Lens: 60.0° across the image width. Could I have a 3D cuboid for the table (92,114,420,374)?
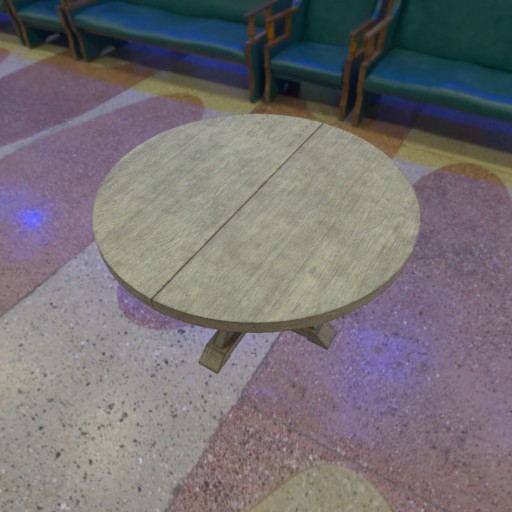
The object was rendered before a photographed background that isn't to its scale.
[{"bbox_3d":[0.000,0.000,2.172,1.363,0.781,1.363,0,46,0],"label":"table"}]
